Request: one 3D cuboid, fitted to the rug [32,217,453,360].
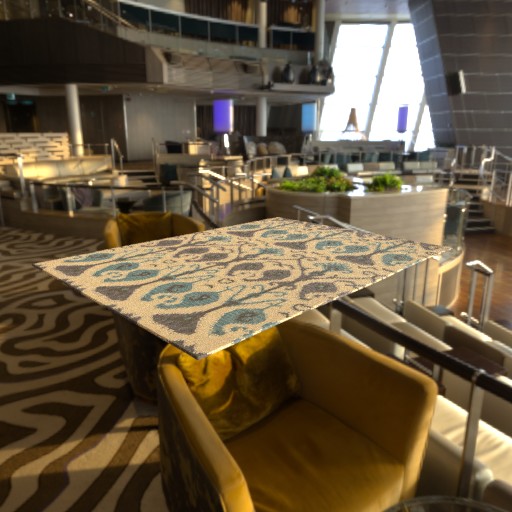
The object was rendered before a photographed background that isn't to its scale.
[{"bbox_3d":[0.000,0.000,2.930,2.261,0.013,1.676,-15,21,-43],"label":"rug"}]
